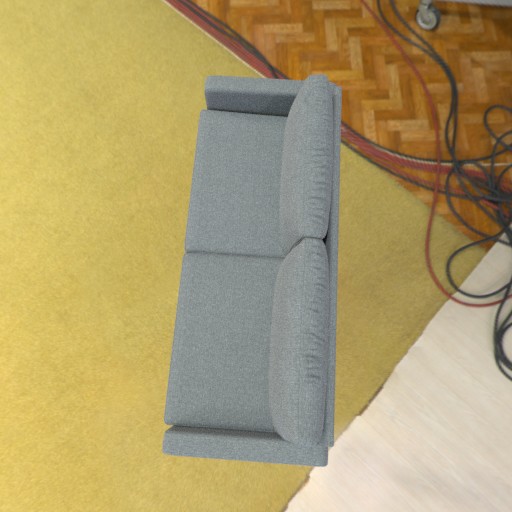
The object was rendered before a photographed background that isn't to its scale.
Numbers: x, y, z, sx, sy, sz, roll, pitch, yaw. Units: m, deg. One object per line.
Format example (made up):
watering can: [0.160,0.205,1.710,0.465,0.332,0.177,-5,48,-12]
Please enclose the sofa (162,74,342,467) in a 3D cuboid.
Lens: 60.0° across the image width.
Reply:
sofa: [0.000,0.000,2.647,0.880,0.880,2.200,4,75,1]
